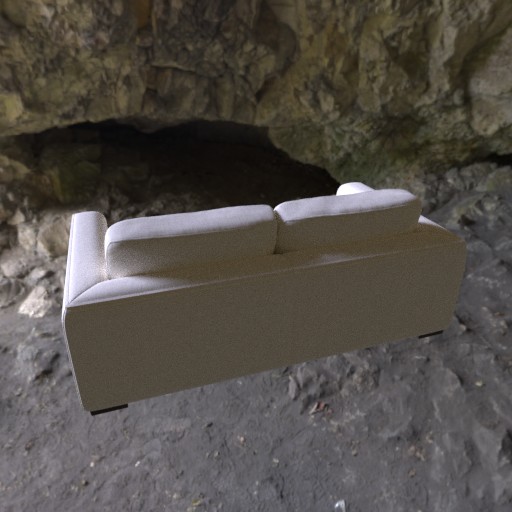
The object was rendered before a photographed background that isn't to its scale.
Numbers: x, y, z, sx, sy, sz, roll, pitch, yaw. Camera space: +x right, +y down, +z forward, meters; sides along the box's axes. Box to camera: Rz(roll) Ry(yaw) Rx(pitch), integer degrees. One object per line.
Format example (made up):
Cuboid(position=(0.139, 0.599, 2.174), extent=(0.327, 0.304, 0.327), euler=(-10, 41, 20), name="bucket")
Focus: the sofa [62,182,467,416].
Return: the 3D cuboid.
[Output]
Cuboid(position=(0.000, 0.000, 2.436), extent=(1.920, 0.801, 1.069), euler=(-9, 28, -17), name="sofa")
